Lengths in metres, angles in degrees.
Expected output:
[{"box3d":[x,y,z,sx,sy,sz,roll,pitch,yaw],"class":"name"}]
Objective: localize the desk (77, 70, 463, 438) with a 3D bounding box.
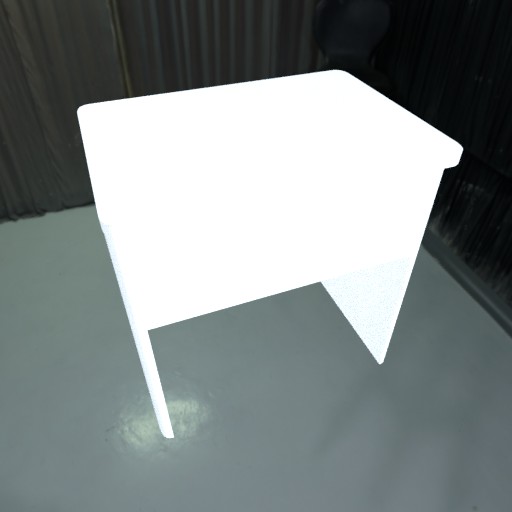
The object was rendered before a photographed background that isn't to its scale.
[{"box3d":[0.000,0.000,1.291,0.762,0.800,0.549,-14,43,-16],"class":"desk"}]
